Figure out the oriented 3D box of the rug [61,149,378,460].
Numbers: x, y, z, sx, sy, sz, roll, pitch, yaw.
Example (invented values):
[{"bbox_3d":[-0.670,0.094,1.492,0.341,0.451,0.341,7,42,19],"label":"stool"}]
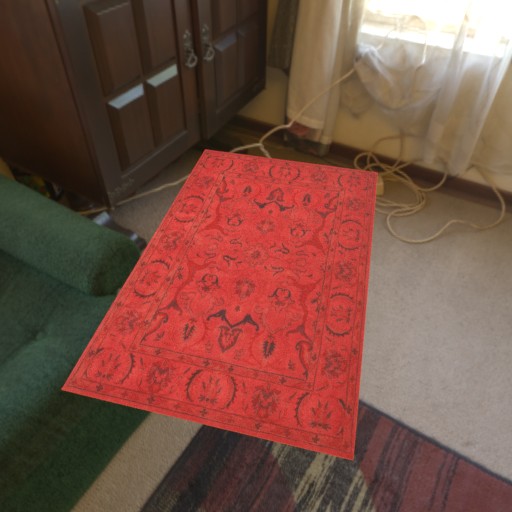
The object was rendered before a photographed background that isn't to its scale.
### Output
[{"bbox_3d":[0.000,0.000,3.047,1.534,0.010,2.423,10,46,10],"label":"rug"}]
